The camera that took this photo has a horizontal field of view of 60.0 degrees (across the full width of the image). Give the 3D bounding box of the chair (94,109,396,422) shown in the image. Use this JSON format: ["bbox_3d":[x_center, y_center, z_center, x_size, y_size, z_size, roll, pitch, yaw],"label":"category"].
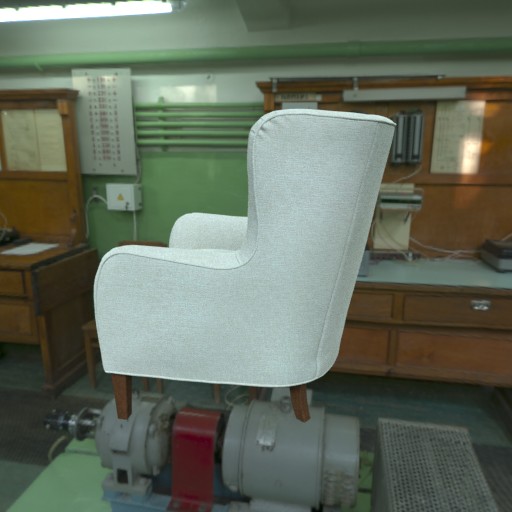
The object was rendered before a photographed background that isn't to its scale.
[{"bbox_3d":[0.000,0.000,1.730,0.966,1.040,0.838,2,15,9],"label":"chair"}]
